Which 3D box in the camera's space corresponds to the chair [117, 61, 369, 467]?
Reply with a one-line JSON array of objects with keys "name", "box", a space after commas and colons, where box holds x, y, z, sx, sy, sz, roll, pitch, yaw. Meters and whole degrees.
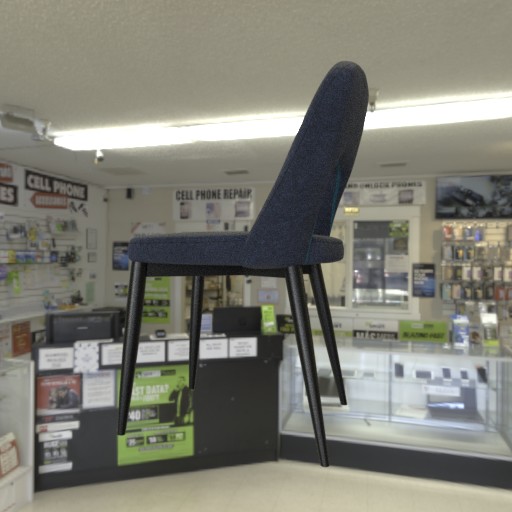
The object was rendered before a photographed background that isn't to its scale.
[{"name": "chair", "box": [0.000, 0.000, 1.246, 0.612, 0.931, 0.470, 0, 0, 17]}]
